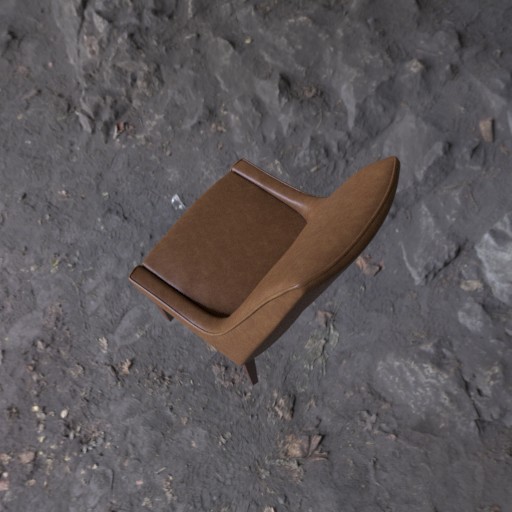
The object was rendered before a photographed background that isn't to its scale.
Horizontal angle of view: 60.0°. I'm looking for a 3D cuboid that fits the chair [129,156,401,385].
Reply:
[{"bbox_3d":[0.000,0.000,1.252,0.544,0.861,0.529,34,68,15],"label":"chair"}]
